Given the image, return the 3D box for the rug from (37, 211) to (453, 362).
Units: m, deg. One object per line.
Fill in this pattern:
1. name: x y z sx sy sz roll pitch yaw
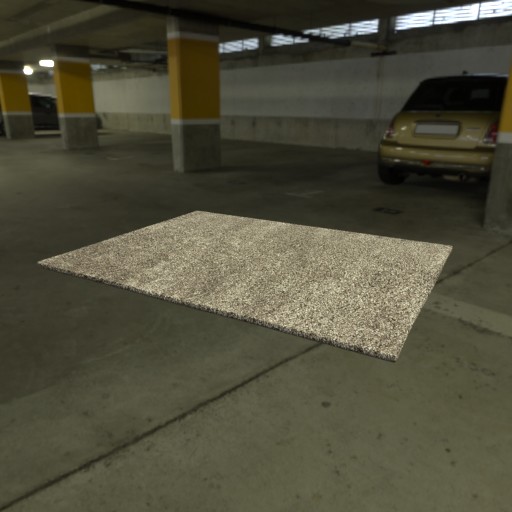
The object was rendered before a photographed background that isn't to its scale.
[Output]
1. rug: 0.000 0.000 2.120 1.601 0.025 1.198 10 21 28
